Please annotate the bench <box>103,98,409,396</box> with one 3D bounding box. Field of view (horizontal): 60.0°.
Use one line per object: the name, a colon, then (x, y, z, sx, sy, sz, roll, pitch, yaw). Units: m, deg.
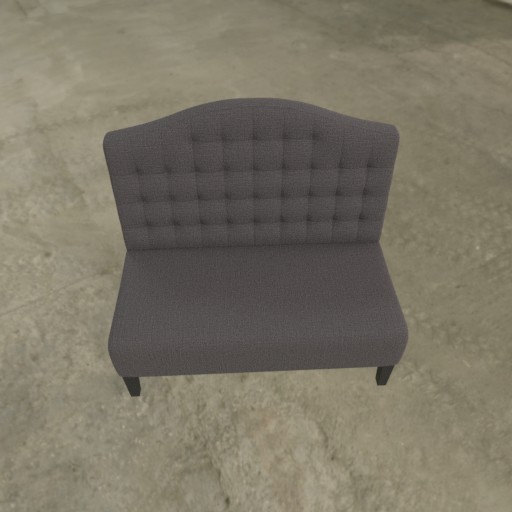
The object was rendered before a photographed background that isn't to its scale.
bench: (0.000, 0.000, 2.082, 1.335, 1.180, 0.815, -2, 47, -2)
